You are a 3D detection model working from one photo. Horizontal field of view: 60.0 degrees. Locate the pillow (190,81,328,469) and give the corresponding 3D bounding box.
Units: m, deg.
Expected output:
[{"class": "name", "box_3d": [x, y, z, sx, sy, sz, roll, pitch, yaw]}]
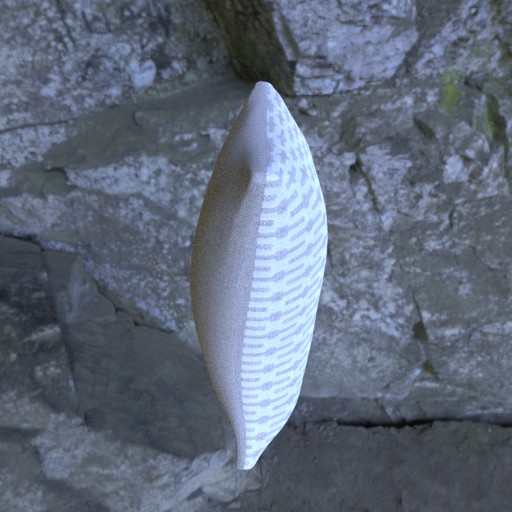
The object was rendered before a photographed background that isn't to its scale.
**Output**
[{"class": "pillow", "box_3d": [0.000, 0.000, 0.774, 0.219, 0.491, 0.496, 0, 31, 0]}]
